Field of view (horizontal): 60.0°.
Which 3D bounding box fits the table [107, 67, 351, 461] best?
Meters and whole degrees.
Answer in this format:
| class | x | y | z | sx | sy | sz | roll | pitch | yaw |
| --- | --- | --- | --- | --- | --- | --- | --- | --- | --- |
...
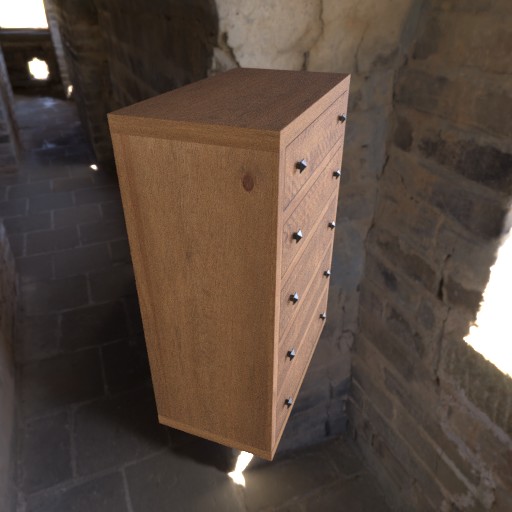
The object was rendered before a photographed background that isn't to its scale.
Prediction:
| class | x | y | z | sx | sy | sz | roll | pitch | yaw |
| --- | --- | --- | --- | --- | --- | --- | --- | --- | --- |
| table | 0.000 | 0.000 | 1.817 | 0.524 | 1.294 | 0.901 | 11 | 33 | 18 |
